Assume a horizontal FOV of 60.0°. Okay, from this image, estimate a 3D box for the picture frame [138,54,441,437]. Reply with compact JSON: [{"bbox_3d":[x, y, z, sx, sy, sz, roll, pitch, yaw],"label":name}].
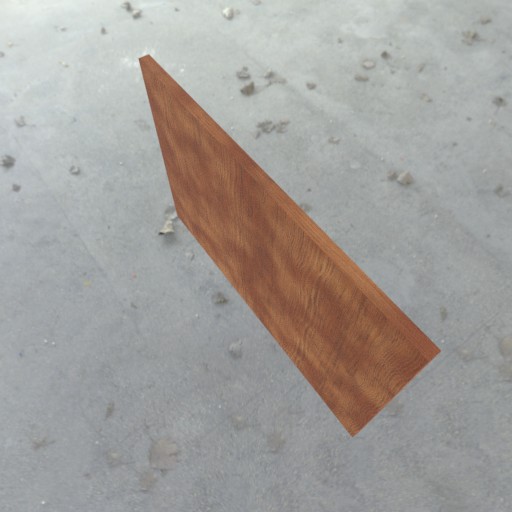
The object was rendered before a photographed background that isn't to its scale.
[{"bbox_3d":[0.000,0.000,1.166,0.029,0.640,0.950,-32,63,-18],"label":"picture frame"}]
